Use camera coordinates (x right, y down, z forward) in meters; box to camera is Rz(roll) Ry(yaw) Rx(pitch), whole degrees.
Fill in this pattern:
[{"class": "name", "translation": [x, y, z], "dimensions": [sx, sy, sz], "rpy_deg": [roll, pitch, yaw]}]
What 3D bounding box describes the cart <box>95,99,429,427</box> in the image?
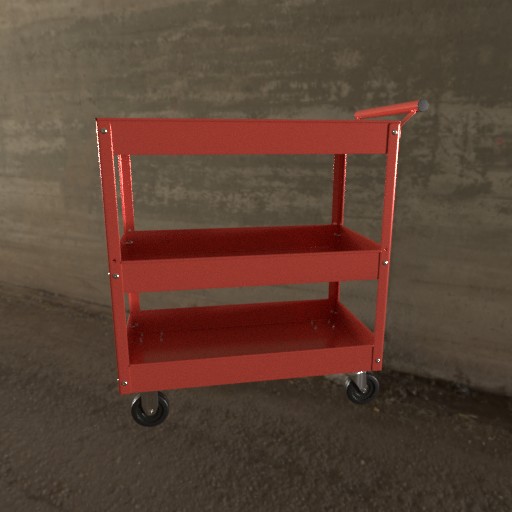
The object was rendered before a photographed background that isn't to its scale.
[{"class": "cart", "translation": [0.000, 0.000, 1.196], "dimensions": [0.719, 0.780, 0.366], "rpy_deg": [-3, 15, -10]}]
